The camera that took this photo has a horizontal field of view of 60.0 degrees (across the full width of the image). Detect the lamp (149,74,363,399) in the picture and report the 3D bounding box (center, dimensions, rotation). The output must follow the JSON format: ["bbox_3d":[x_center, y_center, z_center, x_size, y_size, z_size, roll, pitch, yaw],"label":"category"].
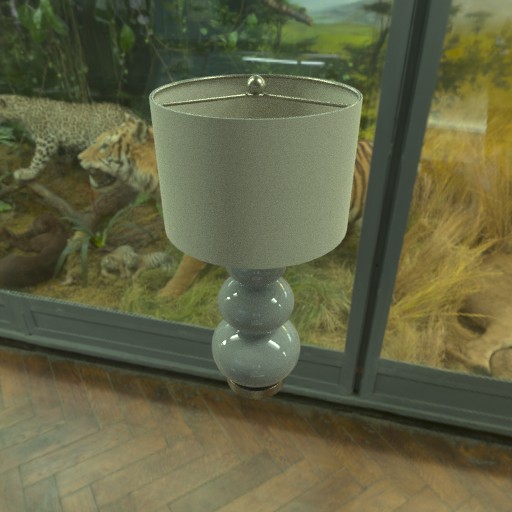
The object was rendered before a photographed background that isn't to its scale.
[{"bbox_3d":[0.000,0.000,0.954,0.367,0.730,0.367,-9,33,-14],"label":"lamp"}]
